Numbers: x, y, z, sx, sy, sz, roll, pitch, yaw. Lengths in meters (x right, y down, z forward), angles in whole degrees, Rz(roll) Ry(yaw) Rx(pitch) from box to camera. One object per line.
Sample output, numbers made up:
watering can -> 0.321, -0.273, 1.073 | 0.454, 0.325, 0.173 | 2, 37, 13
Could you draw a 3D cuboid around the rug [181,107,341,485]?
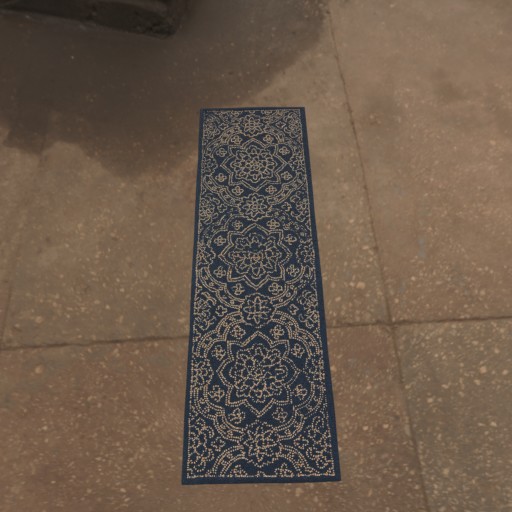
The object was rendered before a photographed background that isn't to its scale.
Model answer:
rug -> 0.000, 0.000, 2.677 | 0.769, 0.012, 2.448 | -1, 63, -1
